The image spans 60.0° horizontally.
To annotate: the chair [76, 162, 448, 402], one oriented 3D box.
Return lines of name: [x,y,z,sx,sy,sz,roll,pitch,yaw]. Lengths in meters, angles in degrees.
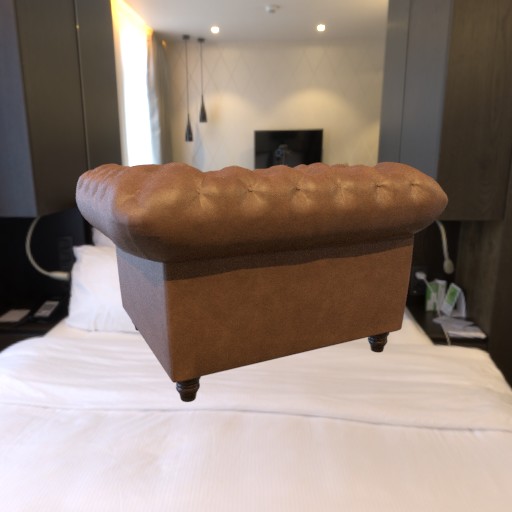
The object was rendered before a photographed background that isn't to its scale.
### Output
chair: [0.000,0.000,1.865,1.298,0.784,0.954,-7,14,-26]
